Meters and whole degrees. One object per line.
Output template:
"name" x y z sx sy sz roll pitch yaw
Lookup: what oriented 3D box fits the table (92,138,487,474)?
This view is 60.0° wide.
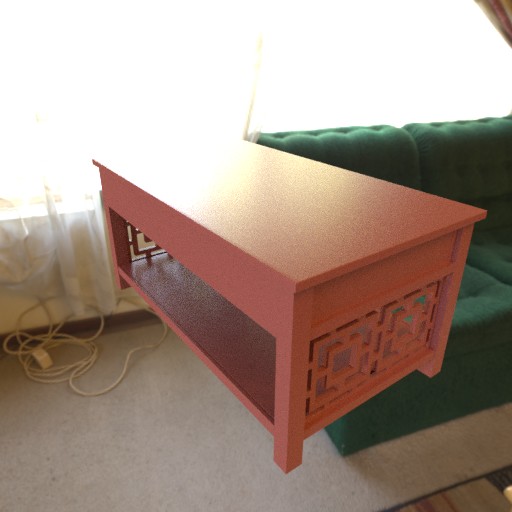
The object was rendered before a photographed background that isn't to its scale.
"table" 0.000 0.000 1.396 0.612 0.493 1.068 -18 31 -32
